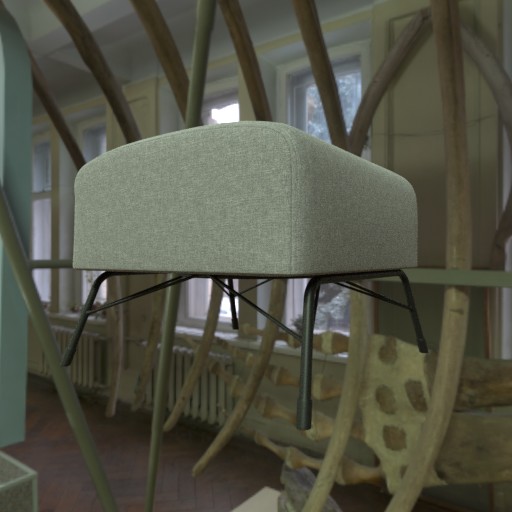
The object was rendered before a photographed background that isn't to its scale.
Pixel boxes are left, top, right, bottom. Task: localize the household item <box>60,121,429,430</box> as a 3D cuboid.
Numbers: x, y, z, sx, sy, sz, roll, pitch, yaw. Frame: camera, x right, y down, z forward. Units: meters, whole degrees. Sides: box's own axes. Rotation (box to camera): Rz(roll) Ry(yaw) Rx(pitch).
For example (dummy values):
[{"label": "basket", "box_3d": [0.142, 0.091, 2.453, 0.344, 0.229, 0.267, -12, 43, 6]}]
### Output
[{"label": "household item", "box_3d": [0.000, 0.000, 0.886, 0.530, 0.410, 0.530, 0, 0, 36]}]
